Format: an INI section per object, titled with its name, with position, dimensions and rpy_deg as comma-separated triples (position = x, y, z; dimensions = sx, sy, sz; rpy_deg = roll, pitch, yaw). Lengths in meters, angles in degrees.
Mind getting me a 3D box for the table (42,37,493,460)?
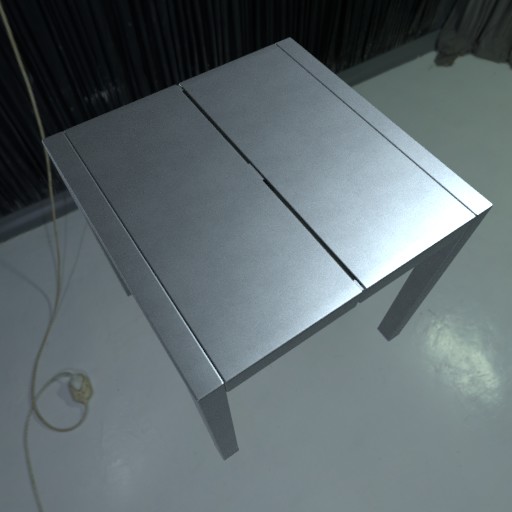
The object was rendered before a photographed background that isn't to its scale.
[table]
position = 0.000, 0.000, 0.905
dimensions = 0.508, 0.508, 0.508
rpy_deg = -30, 63, -17
